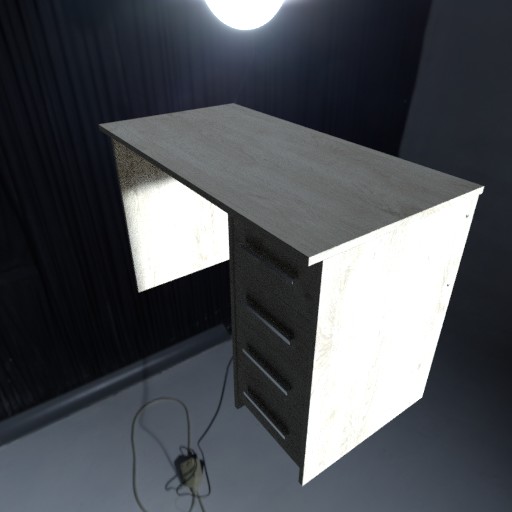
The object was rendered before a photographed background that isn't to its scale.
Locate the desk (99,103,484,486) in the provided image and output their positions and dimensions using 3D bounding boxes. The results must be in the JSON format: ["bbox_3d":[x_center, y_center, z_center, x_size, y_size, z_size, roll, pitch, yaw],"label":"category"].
[{"bbox_3d":[0.000,0.000,1.490,0.560,0.730,1.096,-21,37,-30],"label":"desk"}]
